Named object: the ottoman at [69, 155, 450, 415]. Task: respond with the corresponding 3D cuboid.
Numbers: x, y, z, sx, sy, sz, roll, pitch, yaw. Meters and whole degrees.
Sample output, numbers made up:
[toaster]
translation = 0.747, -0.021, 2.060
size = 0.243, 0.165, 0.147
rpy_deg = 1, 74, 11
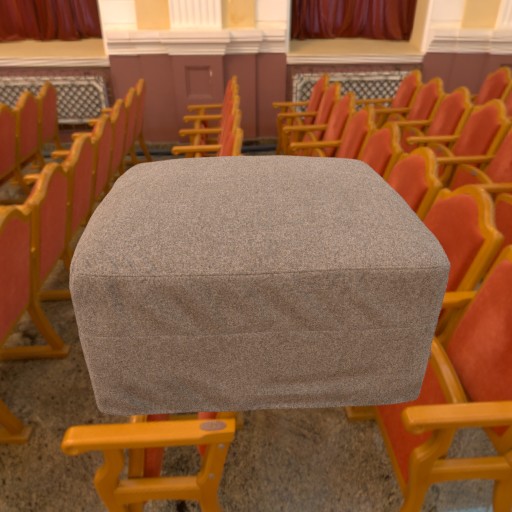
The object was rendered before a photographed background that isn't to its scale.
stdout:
[ottoman]
translation = 0.000, 0.000, 1.240
size = 0.837, 0.481, 0.683
rpy_deg = -1, 30, -2
